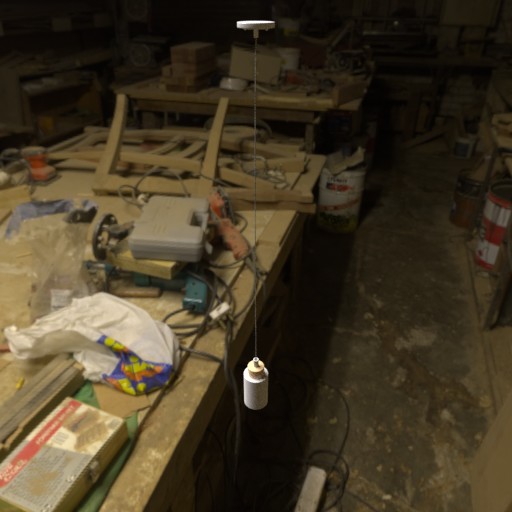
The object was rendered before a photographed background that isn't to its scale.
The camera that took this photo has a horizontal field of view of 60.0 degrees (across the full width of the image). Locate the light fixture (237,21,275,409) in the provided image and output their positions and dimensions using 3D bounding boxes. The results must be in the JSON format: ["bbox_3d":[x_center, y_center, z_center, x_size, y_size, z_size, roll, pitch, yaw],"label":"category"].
[{"bbox_3d":[0.000,0.000,1.922,0.125,1.798,0.125,9,32,16],"label":"light fixture"}]
